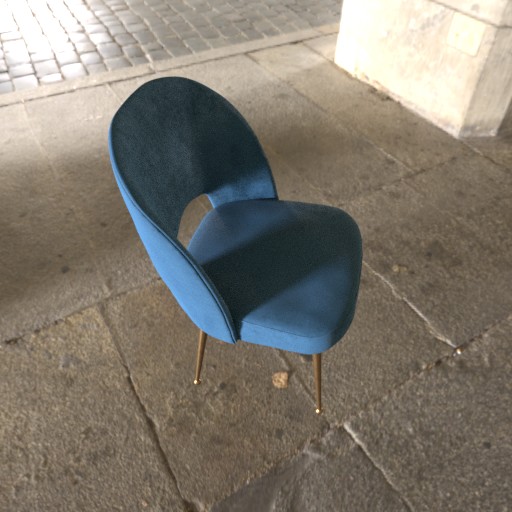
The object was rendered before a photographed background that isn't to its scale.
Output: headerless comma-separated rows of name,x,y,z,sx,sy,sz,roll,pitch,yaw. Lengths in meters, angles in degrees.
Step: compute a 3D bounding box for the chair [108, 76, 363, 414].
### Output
chair,0.000,0.000,1.226,0.577,0.860,0.527,10,47,10
